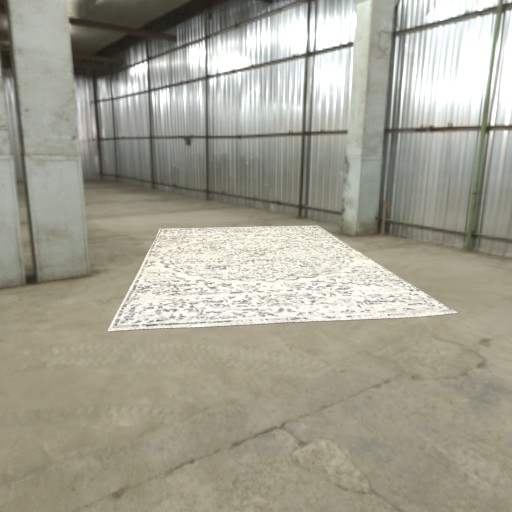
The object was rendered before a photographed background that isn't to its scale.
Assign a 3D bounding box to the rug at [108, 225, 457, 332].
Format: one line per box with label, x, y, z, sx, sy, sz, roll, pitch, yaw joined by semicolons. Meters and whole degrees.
rug;0.000;0.000;3.085;1.527;0.021;2.447;-2;13;-7
